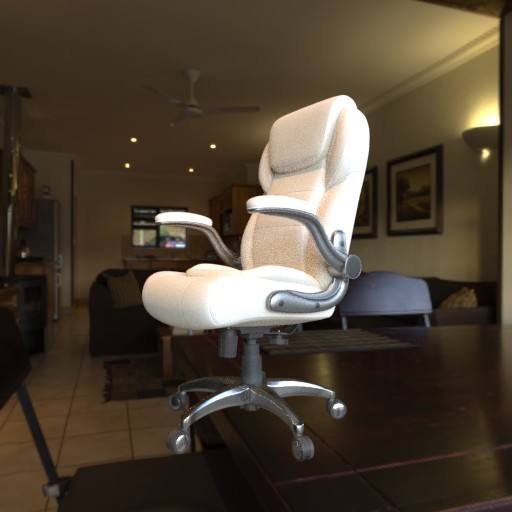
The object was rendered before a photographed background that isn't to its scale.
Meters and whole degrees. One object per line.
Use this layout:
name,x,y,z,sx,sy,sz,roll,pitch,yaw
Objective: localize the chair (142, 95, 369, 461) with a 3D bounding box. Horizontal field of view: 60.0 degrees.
chair,0.000,0.000,1.762,0.806,1.330,0.755,0,0,-37
